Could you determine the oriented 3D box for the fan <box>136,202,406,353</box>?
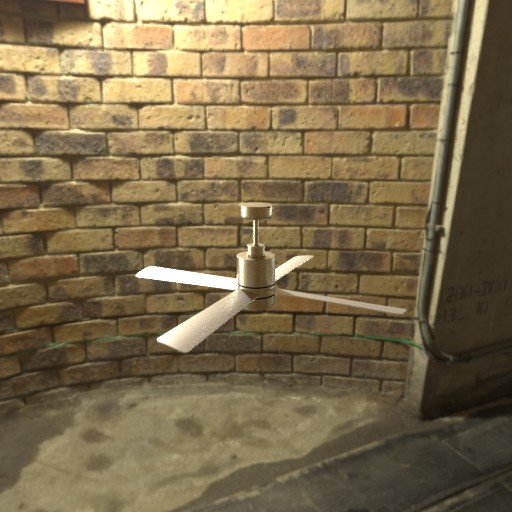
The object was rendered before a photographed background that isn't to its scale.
[{"bbox_3d":[0.000,0.000,2.317,1.525,0.539,1.525,7,16,25],"label":"fan"}]
